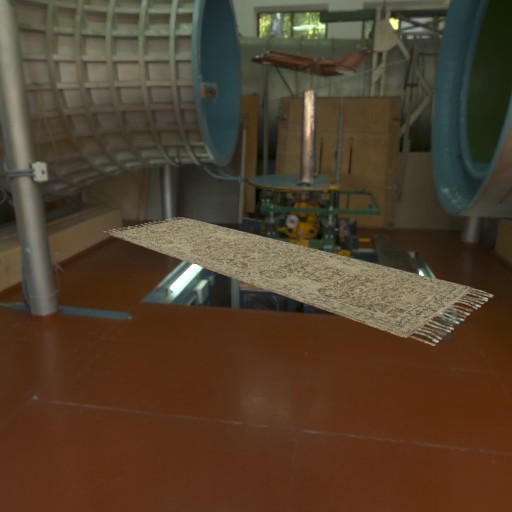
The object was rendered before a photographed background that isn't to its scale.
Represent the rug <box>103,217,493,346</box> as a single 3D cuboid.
[{"bbox_3d":[0.000,0.000,2.880,2.664,0.011,0.762,16,23,42],"label":"rug"}]
